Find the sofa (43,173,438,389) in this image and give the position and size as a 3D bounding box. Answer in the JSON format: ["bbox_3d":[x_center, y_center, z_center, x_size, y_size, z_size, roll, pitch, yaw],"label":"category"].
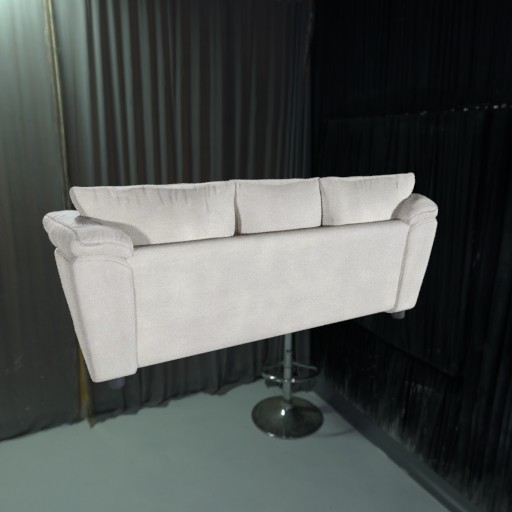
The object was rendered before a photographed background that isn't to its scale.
[{"bbox_3d":[0.000,0.000,2.780,2.334,0.996,0.878,-7,16,-27],"label":"sofa"}]
